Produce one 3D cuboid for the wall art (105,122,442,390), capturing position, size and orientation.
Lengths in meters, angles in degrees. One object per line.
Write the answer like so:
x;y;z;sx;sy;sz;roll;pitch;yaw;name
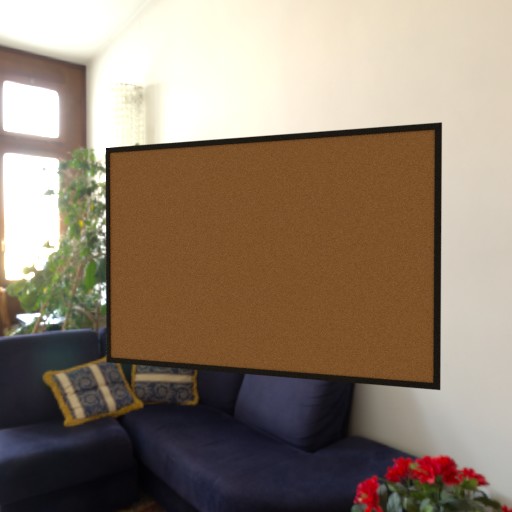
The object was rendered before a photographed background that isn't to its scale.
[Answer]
0.000;0.000;0.858;0.664;0.458;0.013;0;1;16;wall art
